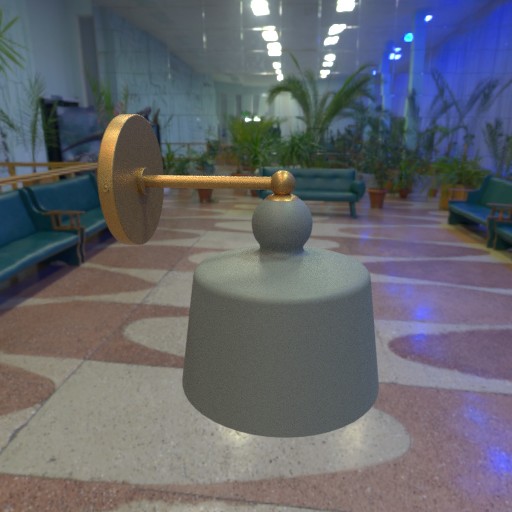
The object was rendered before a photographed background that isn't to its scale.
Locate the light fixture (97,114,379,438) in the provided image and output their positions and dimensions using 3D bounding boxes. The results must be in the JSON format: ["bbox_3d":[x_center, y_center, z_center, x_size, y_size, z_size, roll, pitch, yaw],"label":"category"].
[{"bbox_3d":[0.000,0.000,0.438,0.254,0.268,0.204,2,16,8],"label":"light fixture"}]
